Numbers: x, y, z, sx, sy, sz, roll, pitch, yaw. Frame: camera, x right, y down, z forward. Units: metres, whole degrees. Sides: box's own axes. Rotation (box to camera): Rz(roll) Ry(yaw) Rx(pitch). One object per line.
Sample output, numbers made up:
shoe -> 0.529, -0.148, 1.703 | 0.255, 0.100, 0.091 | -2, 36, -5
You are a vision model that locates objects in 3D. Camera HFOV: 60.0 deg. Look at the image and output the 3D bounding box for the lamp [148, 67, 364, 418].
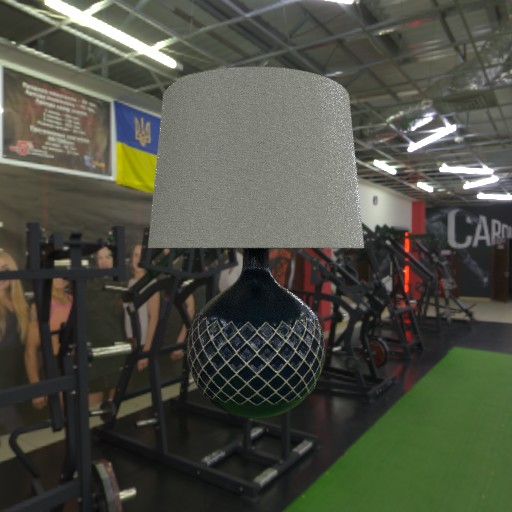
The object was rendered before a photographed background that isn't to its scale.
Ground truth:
lamp -> 0.000, 0.000, 0.792 | 0.376, 0.540, 0.376 | 0, 1, 0
